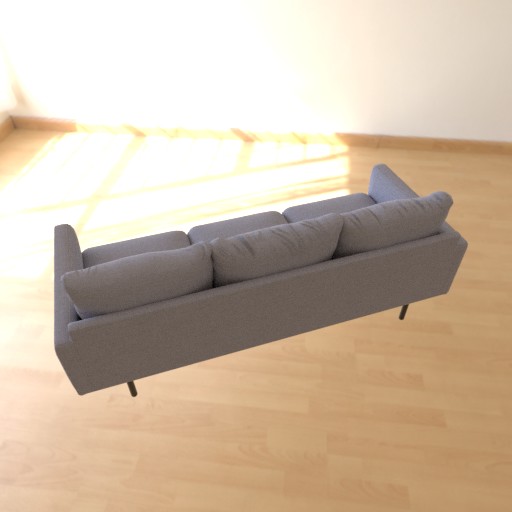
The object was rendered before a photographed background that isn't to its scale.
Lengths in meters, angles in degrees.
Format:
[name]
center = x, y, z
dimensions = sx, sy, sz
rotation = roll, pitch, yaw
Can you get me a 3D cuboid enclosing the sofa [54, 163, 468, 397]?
[sofa]
center = 0.000, 0.000, 2.401
dimensions = 2.000, 0.830, 0.850
rotation = -13, 44, -14
